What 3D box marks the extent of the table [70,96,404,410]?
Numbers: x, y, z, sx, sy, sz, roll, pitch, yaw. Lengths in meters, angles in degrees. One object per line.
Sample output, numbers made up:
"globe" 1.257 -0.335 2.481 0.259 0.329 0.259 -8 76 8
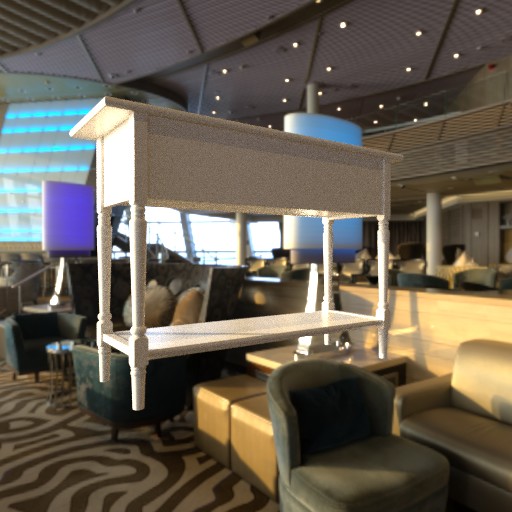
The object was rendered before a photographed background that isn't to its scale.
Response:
"table" 0.000 0.000 1.609 1.191 0.814 0.386 0 1 -35
